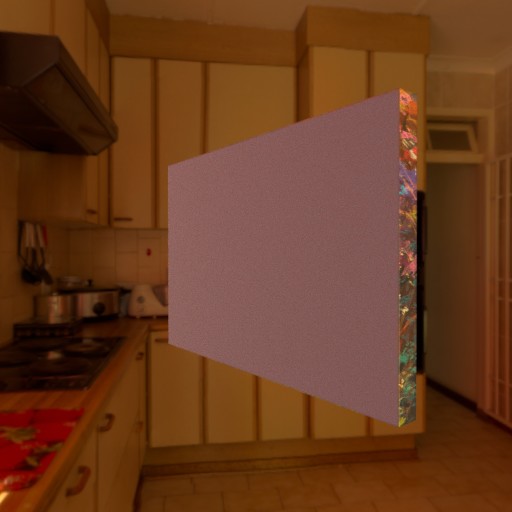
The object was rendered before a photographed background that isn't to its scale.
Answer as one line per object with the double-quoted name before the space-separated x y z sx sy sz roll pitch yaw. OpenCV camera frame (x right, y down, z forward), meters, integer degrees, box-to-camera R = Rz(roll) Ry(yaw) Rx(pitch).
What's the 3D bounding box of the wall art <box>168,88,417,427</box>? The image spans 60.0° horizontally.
"wall art" 0.000 0.000 0.783 0.037 0.406 0.610 0 1 -38
